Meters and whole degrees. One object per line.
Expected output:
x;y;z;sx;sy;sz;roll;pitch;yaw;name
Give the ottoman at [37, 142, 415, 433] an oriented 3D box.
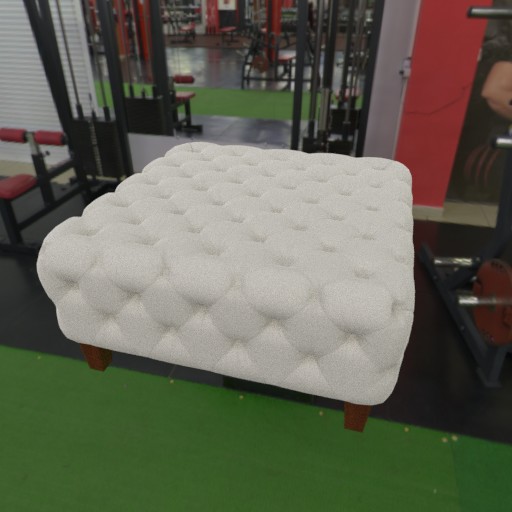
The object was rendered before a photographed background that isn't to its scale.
0.000;0.000;1.177;0.753;0.376;0.755;9;32;14;ottoman
